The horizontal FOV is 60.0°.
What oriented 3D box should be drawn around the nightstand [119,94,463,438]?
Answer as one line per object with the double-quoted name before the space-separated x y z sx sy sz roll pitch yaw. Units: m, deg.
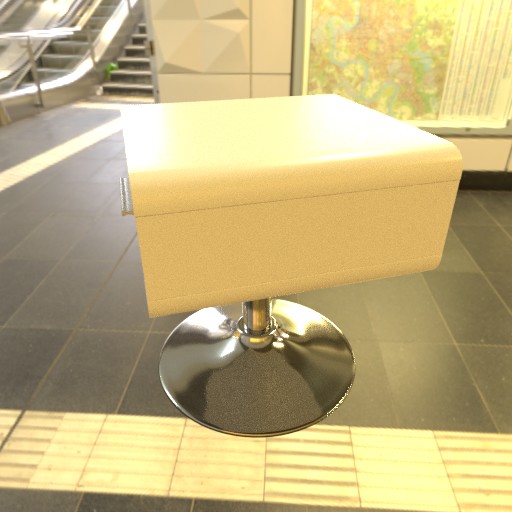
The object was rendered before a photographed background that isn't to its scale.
"nightstand" 0.000 0.000 0.750 0.404 0.447 0.399 -8 31 -14
